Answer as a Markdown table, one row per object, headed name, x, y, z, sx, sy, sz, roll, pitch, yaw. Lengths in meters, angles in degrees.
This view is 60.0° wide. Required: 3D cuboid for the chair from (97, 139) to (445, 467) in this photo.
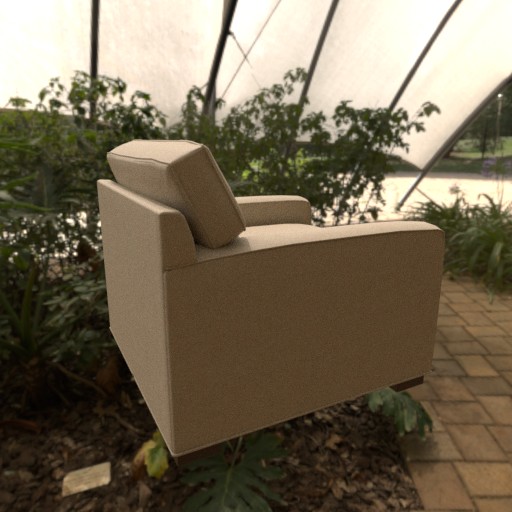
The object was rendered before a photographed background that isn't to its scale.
| name | x | y | z | sx | sy | sz | roll | pitch | yaw |
| --- | --- | --- | --- | --- | --- | --- | --- | --- | --- |
| chair | 0.000 | 0.000 | 1.797 | 1.043 | 0.913 | 0.998 | -8 | 17 | -27 |
